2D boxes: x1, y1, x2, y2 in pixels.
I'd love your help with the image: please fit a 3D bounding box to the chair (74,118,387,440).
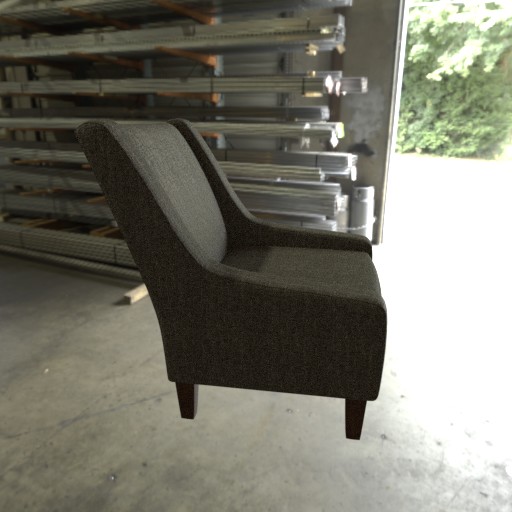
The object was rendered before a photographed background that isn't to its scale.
[{"bbox_3d":[0.000,0.000,1.713,0.944,1.012,0.793,3,18,10],"label":"chair"}]
